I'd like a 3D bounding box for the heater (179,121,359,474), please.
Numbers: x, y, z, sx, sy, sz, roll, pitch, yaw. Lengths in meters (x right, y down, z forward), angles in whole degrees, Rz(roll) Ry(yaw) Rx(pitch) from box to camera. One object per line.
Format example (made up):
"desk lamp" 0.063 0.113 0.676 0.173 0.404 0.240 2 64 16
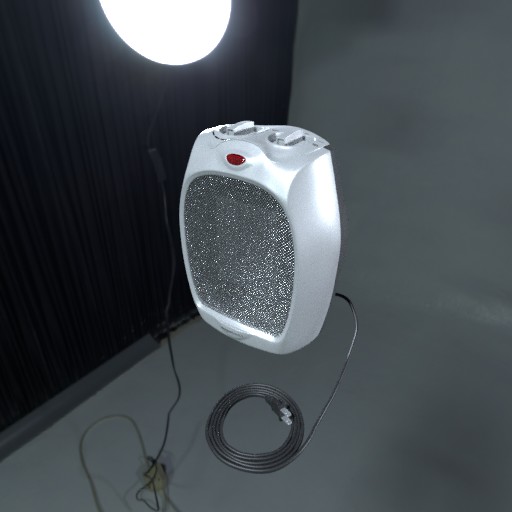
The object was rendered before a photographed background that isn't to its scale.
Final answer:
"heater" 0.000 0.000 0.464 0.239 0.240 0.291 19 35 30
